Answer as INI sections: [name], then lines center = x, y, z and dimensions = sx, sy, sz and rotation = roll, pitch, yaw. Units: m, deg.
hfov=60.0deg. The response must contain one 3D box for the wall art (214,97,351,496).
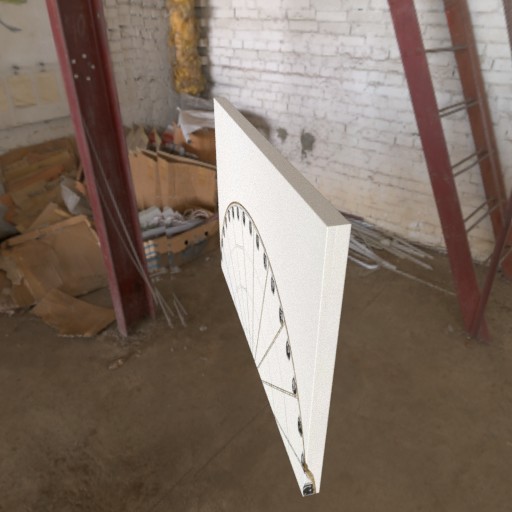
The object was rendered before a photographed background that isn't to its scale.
[wall art]
center = 0.000, 0.000, 1.113
dimensions = 0.038, 0.601, 0.898
rotation = -7, 31, -12
